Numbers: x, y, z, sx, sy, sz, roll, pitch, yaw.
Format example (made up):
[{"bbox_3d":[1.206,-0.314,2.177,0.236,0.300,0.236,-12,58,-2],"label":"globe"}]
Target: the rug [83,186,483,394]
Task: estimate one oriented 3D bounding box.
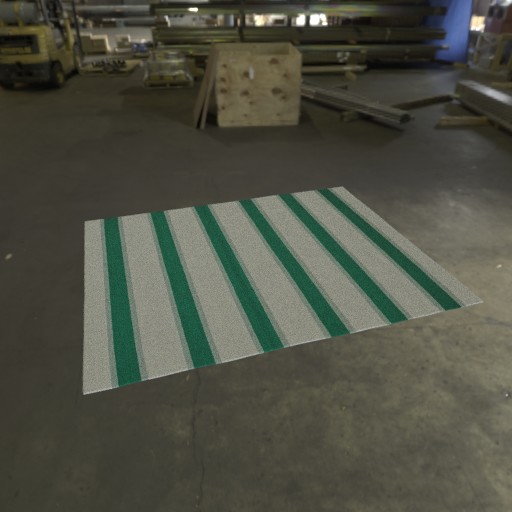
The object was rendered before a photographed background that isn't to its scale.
[{"bbox_3d":[0.000,0.000,4.120,3.041,0.019,2.434,-10,33,-15],"label":"rug"}]
